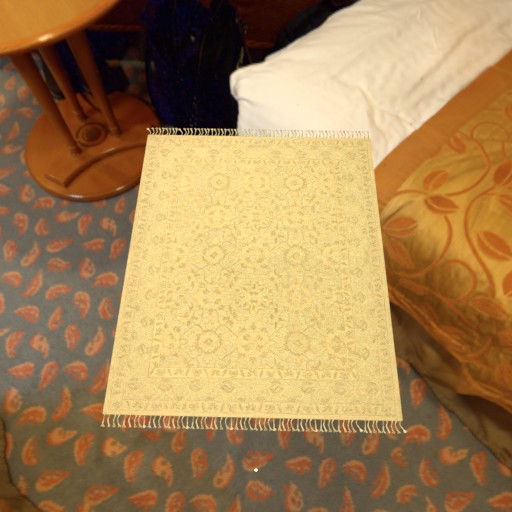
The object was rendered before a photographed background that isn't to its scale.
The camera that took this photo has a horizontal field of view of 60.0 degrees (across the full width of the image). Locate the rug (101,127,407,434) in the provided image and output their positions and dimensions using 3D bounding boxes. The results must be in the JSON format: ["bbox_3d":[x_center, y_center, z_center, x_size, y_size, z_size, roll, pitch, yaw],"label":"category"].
[{"bbox_3d":[0.000,0.000,4.138,2.444,0.013,3.043,1,64,1],"label":"rug"}]
